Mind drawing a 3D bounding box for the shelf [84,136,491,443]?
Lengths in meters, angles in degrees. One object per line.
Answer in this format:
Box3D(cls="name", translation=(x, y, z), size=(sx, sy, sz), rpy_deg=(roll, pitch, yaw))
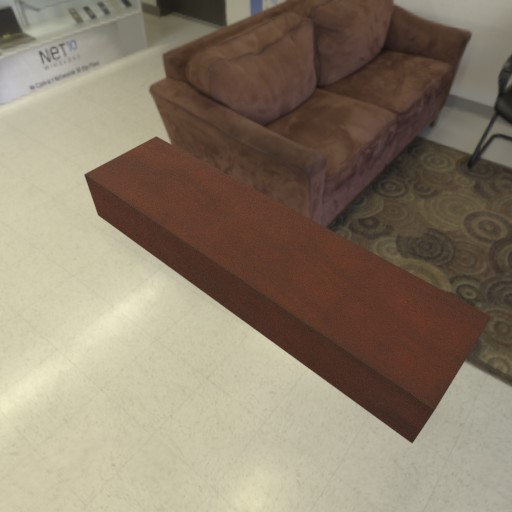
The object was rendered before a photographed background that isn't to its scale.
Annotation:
Box3D(cls="shelf", translation=(0.000, 0.000, 0.654), size=(0.607, 0.088, 0.152), rpy_deg=(32, 54, 27))
